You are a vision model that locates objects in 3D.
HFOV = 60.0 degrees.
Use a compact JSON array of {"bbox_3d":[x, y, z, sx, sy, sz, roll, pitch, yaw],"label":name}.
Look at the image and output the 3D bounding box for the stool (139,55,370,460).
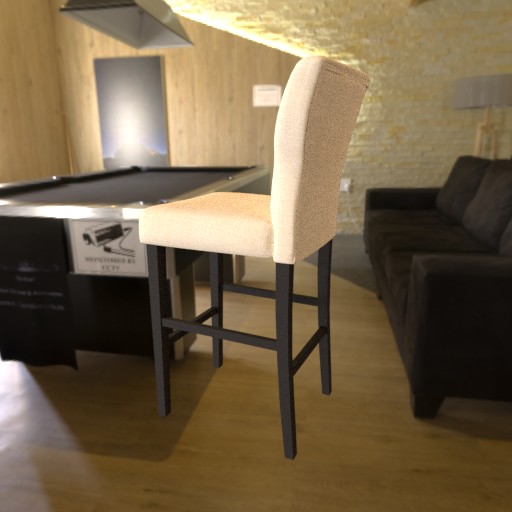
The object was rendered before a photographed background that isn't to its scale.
[{"bbox_3d":[0.000,0.000,1.453,0.603,1.124,0.516,7,17,24],"label":"stool"}]
